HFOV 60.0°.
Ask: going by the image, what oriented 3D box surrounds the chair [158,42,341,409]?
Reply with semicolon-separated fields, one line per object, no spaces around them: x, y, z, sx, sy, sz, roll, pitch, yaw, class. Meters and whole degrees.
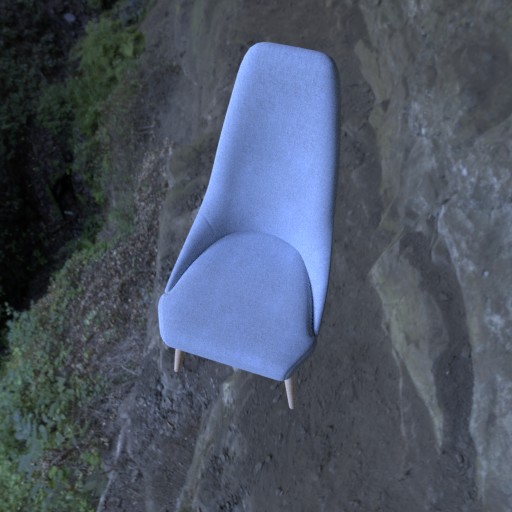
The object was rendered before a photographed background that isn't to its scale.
0.000;0.000;1.409;0.510;1.040;0.660;15;59;9;chair
